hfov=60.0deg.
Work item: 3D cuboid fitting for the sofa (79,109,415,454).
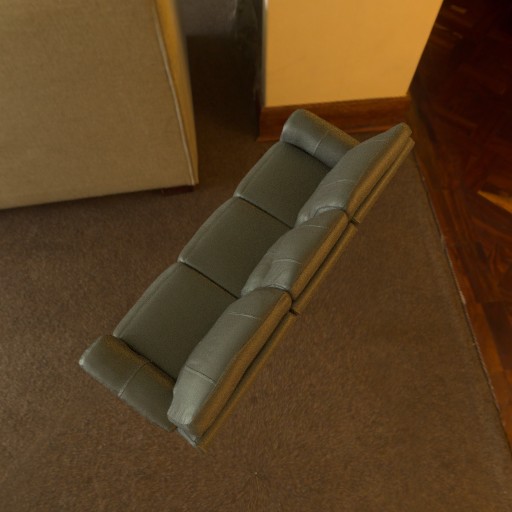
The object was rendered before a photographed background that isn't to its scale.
[{"bbox_3d":[0.000,0.000,3.244,1.104,1.134,2.627,32,68,15],"label":"sofa"}]
